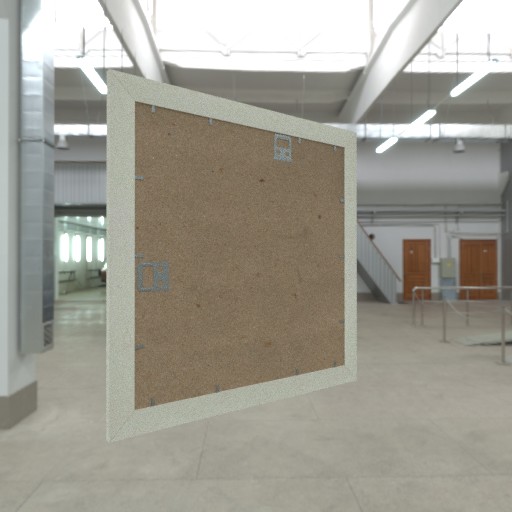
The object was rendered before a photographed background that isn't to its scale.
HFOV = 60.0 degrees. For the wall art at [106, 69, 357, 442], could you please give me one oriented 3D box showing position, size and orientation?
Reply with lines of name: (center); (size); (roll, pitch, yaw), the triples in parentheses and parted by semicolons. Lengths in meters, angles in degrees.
wall art: (0.000, 0.000, 0.876); (0.584, 0.584, 0.013); (0, 0, -37)
